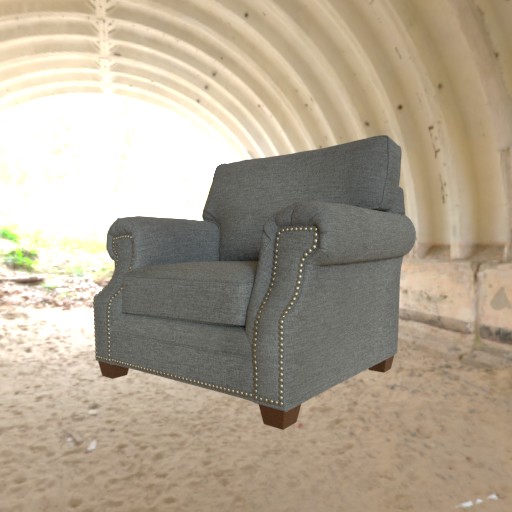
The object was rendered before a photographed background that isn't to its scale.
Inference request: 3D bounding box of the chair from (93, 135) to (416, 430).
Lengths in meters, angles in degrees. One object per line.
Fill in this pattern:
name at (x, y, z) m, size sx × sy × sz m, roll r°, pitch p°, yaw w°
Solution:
chair at (0.000, 0.000, 1.856) m, size 1.092 × 0.961 × 0.965 m, roll 1°, pitch 1°, yaw 38°
